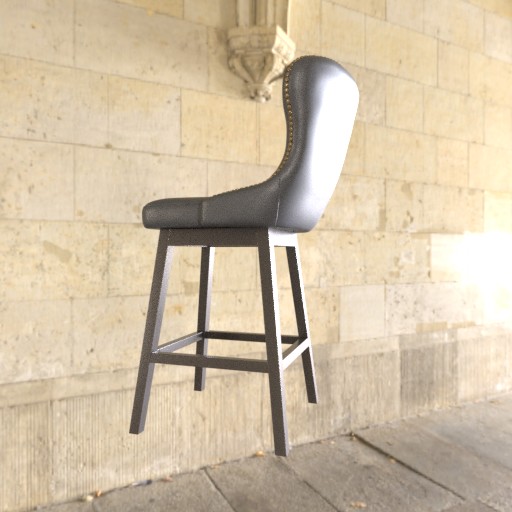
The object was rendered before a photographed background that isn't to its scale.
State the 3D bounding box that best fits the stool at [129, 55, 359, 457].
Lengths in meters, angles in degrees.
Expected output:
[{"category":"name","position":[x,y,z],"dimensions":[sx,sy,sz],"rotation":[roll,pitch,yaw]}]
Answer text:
[{"category":"stool","position":[0.000,0.000,1.319],"dimensions":[0.593,0.971,0.528],"rotation":[0,0,18]}]
